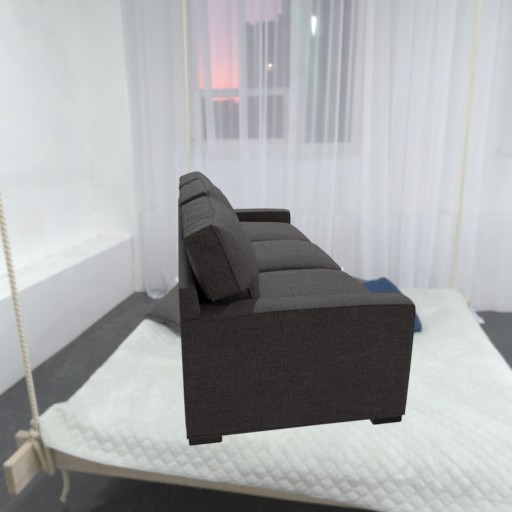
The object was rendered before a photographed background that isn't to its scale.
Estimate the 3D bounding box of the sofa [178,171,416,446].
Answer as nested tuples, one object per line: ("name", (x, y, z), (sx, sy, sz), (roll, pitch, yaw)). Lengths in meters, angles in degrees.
("sofa", (0.000, 0.000, 2.935), (1.004, 0.978, 2.369), (-3, 16, -9))
